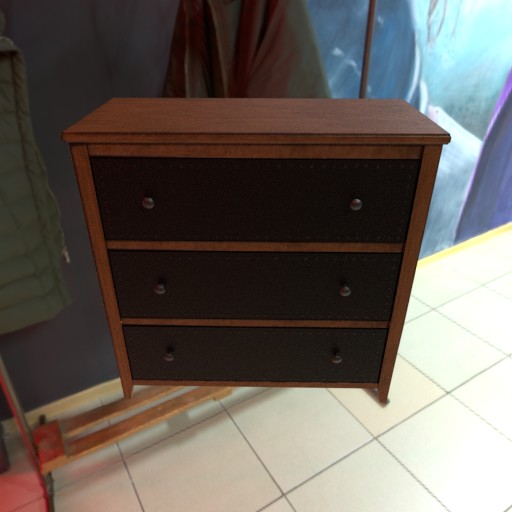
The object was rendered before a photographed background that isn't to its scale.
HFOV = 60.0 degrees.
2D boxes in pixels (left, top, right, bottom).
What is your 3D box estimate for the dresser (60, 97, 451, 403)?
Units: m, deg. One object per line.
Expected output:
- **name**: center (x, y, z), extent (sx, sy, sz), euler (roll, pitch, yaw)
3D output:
- **dresser**: center (0.000, 0.000, 1.954), extent (1.250, 1.224, 0.591), euler (1, 30, 1)
